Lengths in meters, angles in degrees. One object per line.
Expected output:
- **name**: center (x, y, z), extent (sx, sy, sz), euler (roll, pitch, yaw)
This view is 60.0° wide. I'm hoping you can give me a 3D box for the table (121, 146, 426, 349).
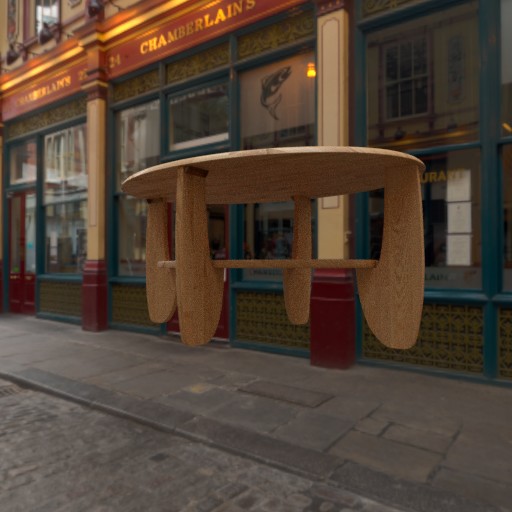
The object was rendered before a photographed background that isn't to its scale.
- **table**: center (0.000, 0.000, 1.420), extent (1.040, 0.490, 0.690), euler (-1, -2, 36)
